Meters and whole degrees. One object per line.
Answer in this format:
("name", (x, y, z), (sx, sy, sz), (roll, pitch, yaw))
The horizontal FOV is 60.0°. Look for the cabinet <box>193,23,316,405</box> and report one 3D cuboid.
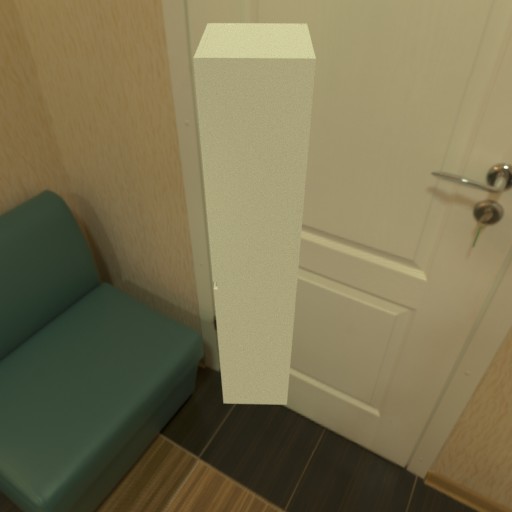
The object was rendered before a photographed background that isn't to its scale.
("cabinet", (0.000, 0.000, 1.541), (0.269, 1.400, 0.300), (1, 41, 1))
